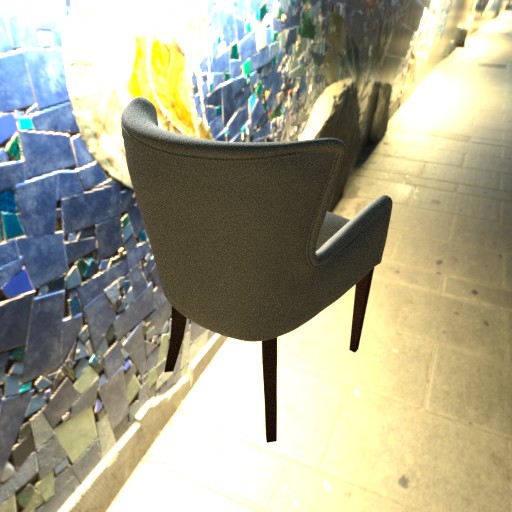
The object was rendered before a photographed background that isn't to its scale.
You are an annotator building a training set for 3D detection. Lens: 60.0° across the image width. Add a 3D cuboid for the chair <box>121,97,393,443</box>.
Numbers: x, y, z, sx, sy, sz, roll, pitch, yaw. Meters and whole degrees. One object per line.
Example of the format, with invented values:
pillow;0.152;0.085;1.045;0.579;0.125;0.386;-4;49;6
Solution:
chair;0.000;0.000;1.424;0.660;0.952;0.686;23;38;32
